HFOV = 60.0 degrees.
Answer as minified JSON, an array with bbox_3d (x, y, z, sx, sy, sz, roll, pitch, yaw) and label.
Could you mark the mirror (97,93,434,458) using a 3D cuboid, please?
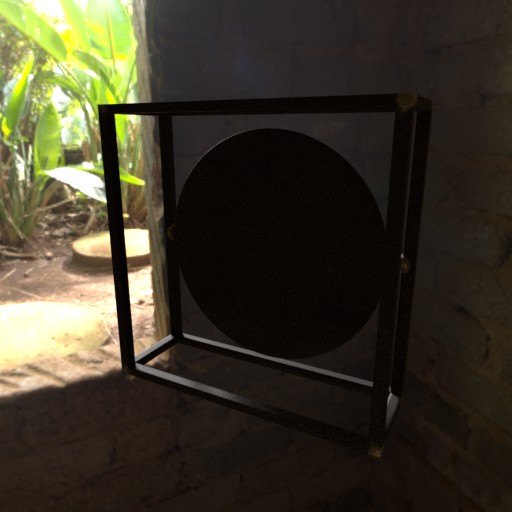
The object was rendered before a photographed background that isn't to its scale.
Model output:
[{"bbox_3d":[0.000,0.000,0.464,0.306,0.303,0.107,8,18,27],"label":"mirror"}]
